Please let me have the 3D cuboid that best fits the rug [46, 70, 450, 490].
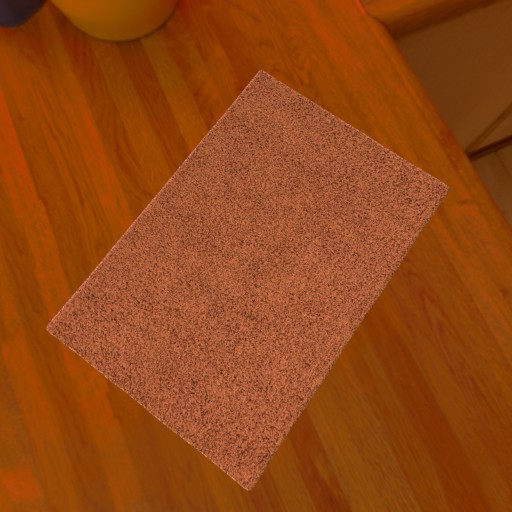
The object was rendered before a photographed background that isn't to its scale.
[{"bbox_3d":[0.000,0.000,2.225,1.219,0.030,1.778,35,78,8],"label":"rug"}]
